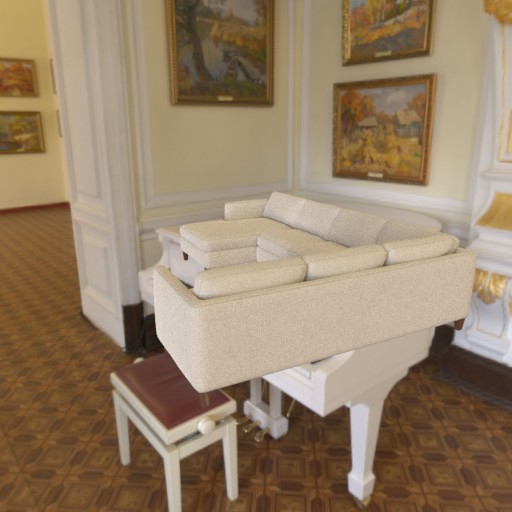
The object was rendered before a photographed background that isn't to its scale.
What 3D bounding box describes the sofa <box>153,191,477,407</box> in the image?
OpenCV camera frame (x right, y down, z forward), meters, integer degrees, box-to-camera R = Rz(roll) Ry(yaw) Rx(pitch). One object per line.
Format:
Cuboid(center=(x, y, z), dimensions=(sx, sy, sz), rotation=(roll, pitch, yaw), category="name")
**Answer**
Cuboid(center=(0.000, 0.000, 4.564), dimensions=(2.551, 0.853, 3.238), rotation=(-8, 18, -26), category="sofa")
